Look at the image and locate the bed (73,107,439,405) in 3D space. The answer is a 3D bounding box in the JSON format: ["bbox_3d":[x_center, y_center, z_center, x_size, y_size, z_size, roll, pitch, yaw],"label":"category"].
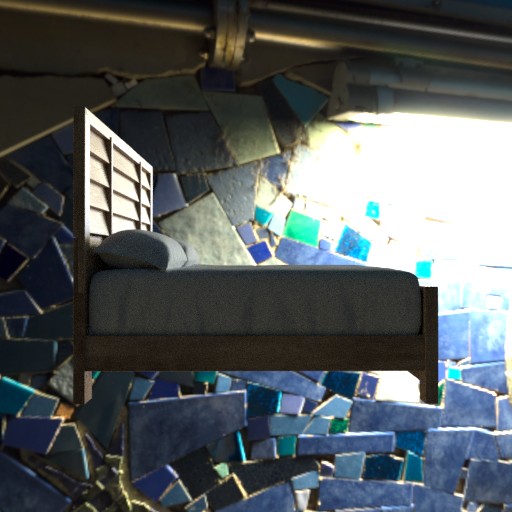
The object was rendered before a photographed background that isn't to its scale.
[{"bbox_3d":[0.000,0.000,3.238,2.017,1.631,1.615,0,0,0],"label":"bed"}]
